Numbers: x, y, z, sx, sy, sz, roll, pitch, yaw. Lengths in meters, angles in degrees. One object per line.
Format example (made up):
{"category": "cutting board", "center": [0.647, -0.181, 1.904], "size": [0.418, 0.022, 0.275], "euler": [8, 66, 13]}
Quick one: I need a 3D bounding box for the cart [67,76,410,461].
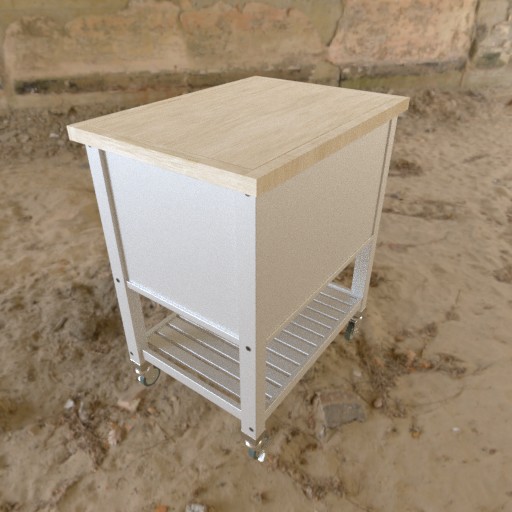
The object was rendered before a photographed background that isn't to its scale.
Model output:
{"category": "cart", "center": [0.000, 0.000, 1.417], "size": [0.559, 0.914, 0.762], "euler": [21, 38, 30]}
